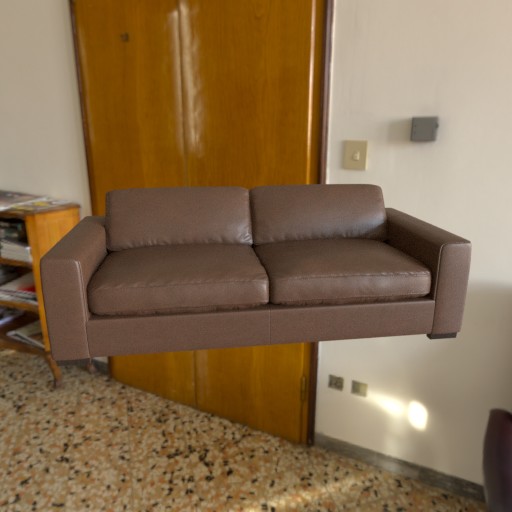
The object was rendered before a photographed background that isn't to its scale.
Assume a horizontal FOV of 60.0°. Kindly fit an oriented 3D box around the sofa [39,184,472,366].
[{"bbox_3d":[0.000,0.000,2.788,2.262,0.801,1.070,-2,17,-8],"label":"sofa"}]
